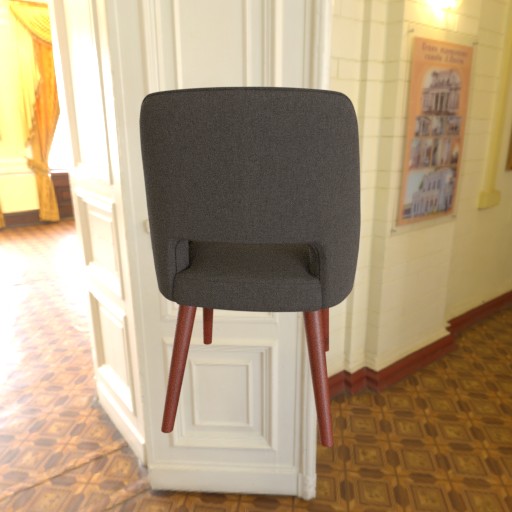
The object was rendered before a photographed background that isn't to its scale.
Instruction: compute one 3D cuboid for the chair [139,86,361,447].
[{"bbox_3d":[0.000,0.000,1.227,0.559,0.838,0.560,2,17,7],"label":"chair"}]
